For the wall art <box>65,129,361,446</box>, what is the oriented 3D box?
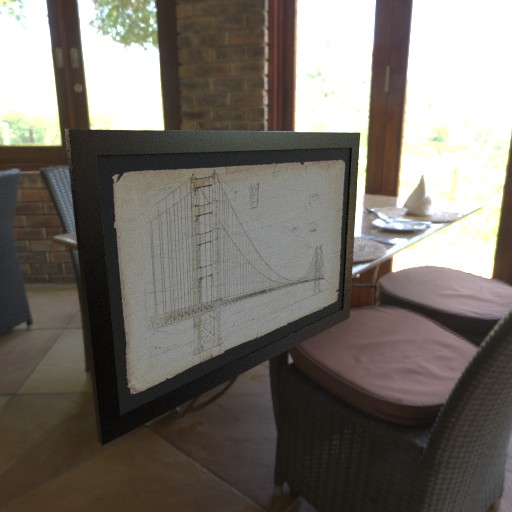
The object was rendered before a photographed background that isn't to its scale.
[{"bbox_3d":[0.000,0.000,0.825,0.013,0.447,0.660,14,21,42],"label":"wall art"}]
